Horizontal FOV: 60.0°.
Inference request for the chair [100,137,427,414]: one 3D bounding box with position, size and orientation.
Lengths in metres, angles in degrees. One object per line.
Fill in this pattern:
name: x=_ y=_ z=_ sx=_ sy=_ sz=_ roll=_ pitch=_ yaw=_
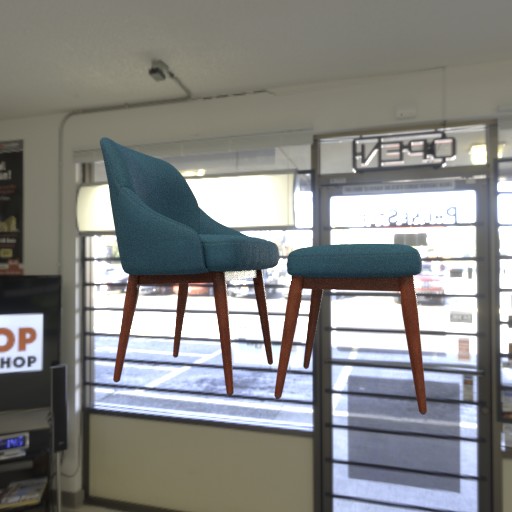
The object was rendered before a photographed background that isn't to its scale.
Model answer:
chair: x=0.000 y=0.000 z=1.571 sx=1.114 sy=0.866 sz=0.584 roll=0 pitch=-1 yaw=19
